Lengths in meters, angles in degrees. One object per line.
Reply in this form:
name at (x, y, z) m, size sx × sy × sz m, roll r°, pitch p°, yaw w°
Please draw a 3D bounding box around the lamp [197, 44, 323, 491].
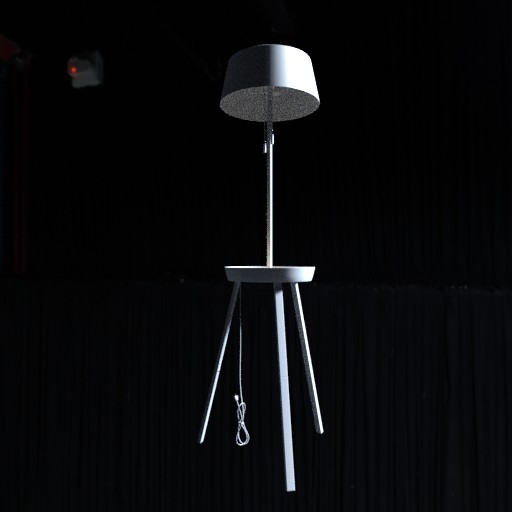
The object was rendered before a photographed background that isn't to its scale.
lamp at (0.000, 0.000, 1.639) m, size 0.468 × 1.429 × 0.508 m, roll 0°, pitch -1°, yaw 18°
